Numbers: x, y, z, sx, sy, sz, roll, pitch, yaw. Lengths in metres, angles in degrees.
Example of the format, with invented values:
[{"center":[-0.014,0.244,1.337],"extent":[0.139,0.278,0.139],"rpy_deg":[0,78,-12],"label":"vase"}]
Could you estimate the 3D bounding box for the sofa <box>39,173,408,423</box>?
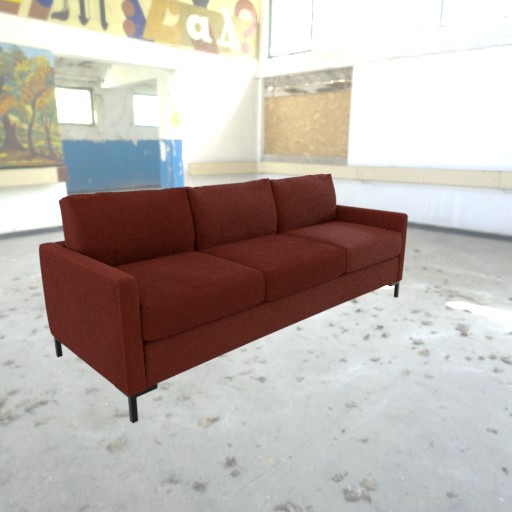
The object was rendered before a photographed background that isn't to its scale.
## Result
[{"center":[0.000,0.000,2.718],"extent":[2.252,0.879,0.875],"rpy_deg":[-14,20,-42],"label":"sofa"}]
